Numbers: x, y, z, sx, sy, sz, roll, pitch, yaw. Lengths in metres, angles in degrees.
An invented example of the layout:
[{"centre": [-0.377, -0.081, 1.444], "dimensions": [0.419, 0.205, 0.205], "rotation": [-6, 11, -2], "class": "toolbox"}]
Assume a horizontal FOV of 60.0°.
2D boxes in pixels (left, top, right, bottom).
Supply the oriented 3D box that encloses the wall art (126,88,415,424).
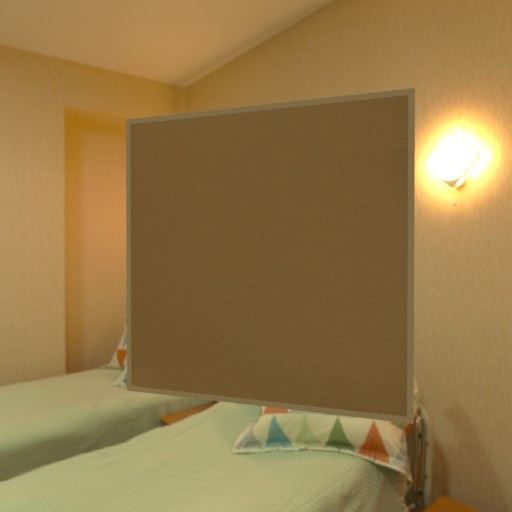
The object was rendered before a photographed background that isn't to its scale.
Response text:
[{"centre": [0.000, 0.000, 0.829], "dimensions": [0.557, 0.557, 0.012], "rotation": [0, 1, 18], "class": "wall art"}]
